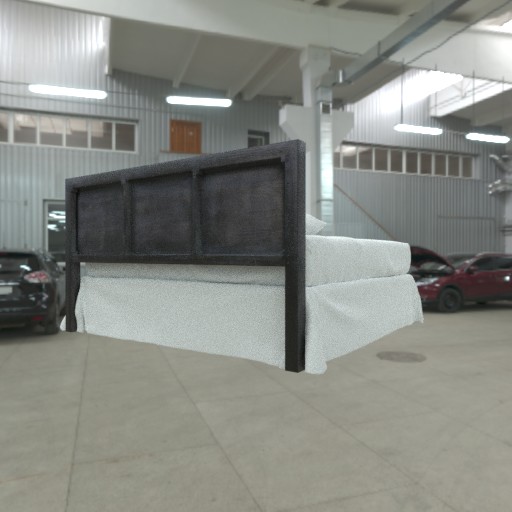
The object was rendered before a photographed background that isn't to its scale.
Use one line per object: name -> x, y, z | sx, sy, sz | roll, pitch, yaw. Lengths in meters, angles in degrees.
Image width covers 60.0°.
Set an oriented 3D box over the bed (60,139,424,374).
bed -> 0.000, 0.000, 3.618 | 2.255, 1.158, 2.165 | 0, 0, 35
